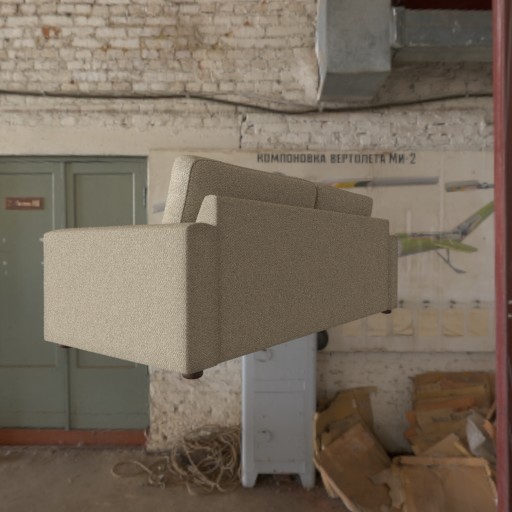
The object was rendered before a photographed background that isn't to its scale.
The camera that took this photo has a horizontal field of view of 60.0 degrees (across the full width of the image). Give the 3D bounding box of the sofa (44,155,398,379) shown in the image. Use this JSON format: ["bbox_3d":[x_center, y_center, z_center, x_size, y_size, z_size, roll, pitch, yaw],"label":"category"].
[{"bbox_3d":[0.000,0.000,2.715,1.016,0.873,2.179,1,1,37],"label":"sofa"}]
